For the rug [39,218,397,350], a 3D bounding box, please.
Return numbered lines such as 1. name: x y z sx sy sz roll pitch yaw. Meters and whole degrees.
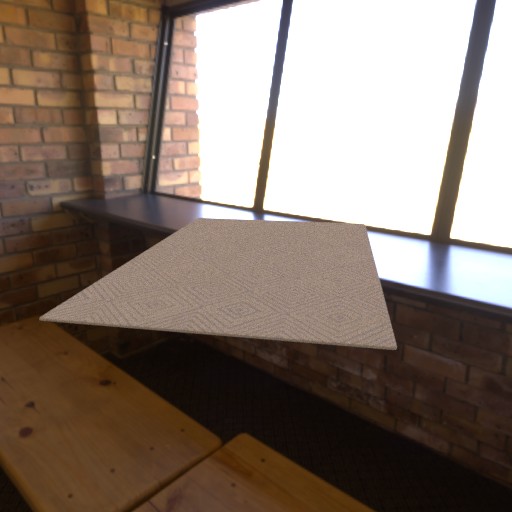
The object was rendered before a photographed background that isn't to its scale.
1. rug: 0.000 0.000 2.197 1.143 0.008 1.753 3 16 10
